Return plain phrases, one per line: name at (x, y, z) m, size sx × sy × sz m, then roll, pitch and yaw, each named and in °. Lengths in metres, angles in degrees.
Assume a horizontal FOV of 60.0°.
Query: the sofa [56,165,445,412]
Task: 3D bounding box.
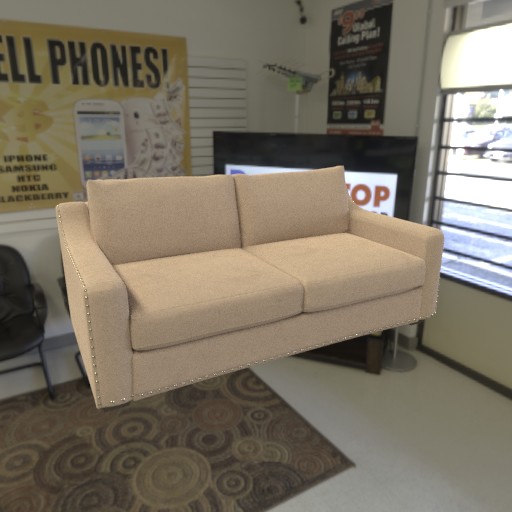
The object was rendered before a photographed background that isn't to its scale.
sofa at (0.000, 0.000, 2.535) m, size 1.967 × 0.901 × 1.030 m, roll -9°, pitch 19°, yaw -27°
